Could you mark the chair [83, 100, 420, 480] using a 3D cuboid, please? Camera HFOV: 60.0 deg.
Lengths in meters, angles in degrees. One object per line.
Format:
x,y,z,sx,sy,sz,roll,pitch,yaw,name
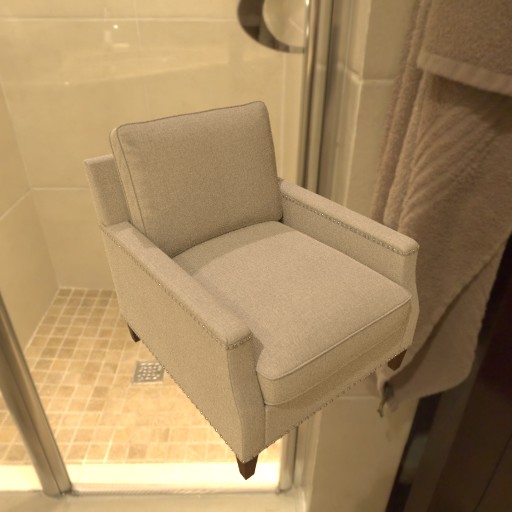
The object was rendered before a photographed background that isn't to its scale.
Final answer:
0.000,0.000,1.688,0.853,0.943,1.014,-22,38,-32,chair
